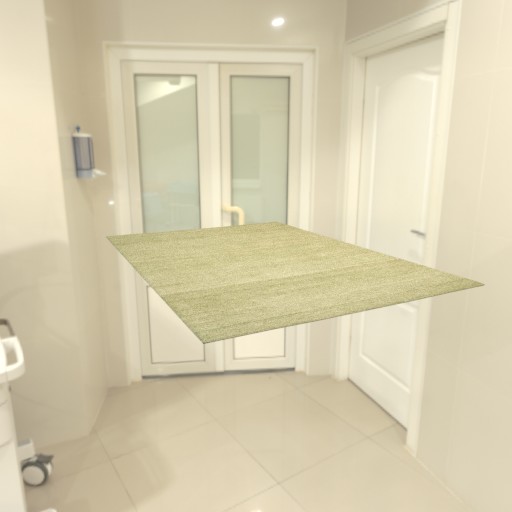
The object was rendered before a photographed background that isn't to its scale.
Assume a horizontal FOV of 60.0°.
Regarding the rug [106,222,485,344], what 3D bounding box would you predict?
[{"bbox_3d":[0.000,0.000,3.003,1.606,0.017,2.270,-7,16,-26],"label":"rug"}]
